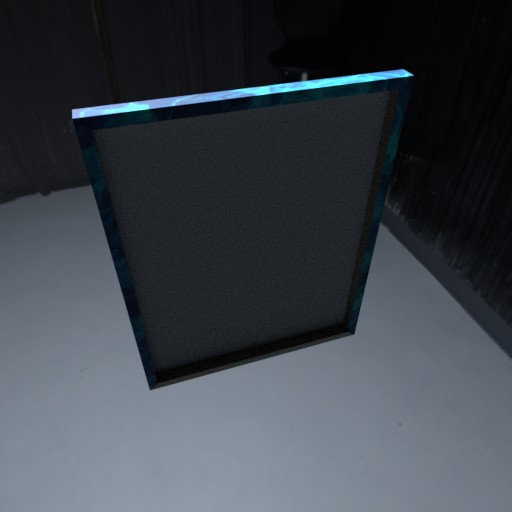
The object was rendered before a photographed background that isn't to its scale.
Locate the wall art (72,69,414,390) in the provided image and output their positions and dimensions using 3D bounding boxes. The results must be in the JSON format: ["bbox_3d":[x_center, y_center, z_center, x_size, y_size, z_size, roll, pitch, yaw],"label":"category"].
[{"bbox_3d":[0.000,0.000,1.020,0.609,0.760,0.038,-12,43,-14],"label":"wall art"}]
